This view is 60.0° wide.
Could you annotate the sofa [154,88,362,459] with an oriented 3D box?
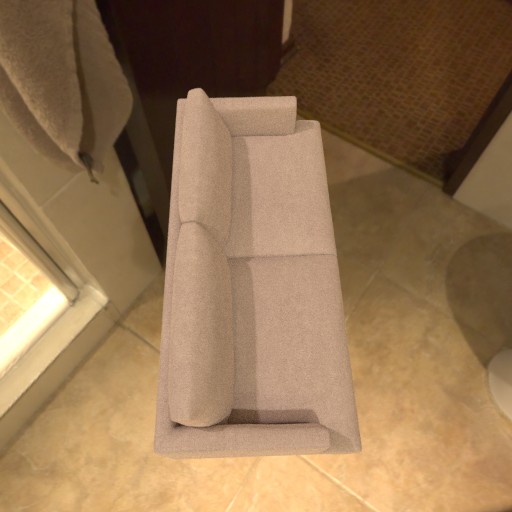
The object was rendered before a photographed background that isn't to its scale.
[{"bbox_3d":[0.000,0.000,2.731,1.020,0.868,2.250,-2,63,-1],"label":"sofa"}]
